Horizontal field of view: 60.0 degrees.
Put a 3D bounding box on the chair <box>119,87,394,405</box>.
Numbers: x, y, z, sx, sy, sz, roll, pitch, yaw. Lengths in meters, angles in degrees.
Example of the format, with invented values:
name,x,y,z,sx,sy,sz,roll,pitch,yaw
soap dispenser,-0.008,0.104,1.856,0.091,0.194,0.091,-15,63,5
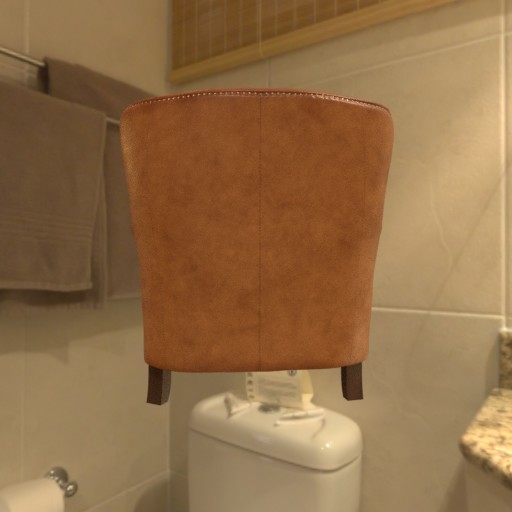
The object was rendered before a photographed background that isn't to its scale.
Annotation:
name,x,y,z,sx,sy,sz,roll,pitch,yaw
chair,0.000,0.000,1.641,0.861,0.936,0.921,0,-1,-1
